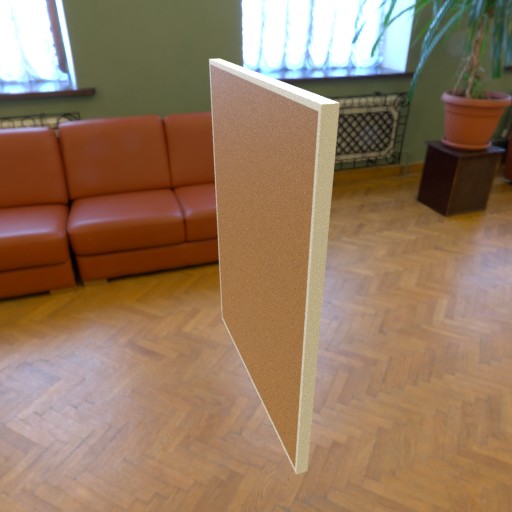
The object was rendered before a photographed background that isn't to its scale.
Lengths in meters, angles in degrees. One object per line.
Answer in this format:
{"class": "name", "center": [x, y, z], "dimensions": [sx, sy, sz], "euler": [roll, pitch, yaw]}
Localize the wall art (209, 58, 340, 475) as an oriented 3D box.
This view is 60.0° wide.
{"class": "wall art", "center": [0.000, 0.000, 1.375], "dimensions": [0.039, 1.050, 0.795], "euler": [-10, 31, -17]}
